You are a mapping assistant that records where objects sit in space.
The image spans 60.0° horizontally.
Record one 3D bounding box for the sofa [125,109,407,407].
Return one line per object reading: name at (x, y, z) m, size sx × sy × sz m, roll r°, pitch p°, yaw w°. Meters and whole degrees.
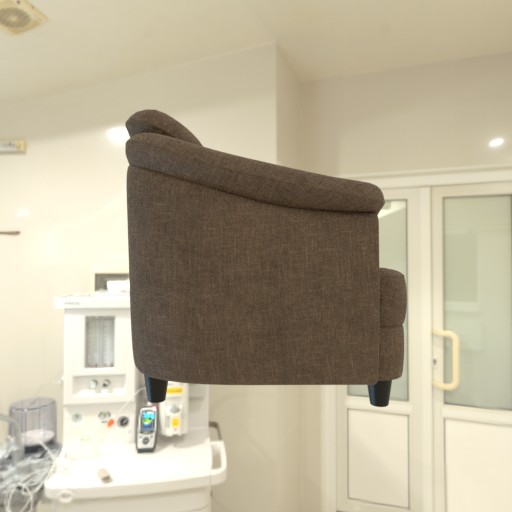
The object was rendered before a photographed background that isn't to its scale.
sofa at (0.000, 0.000, 1.454) m, size 0.794 × 0.811 × 0.870 m, roll 0°, pitch -1°, yaw -1°
